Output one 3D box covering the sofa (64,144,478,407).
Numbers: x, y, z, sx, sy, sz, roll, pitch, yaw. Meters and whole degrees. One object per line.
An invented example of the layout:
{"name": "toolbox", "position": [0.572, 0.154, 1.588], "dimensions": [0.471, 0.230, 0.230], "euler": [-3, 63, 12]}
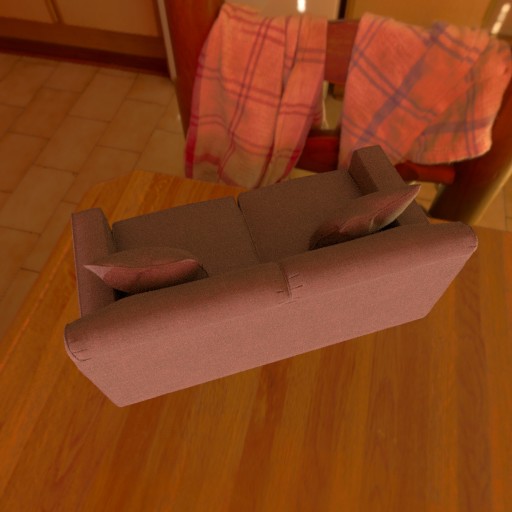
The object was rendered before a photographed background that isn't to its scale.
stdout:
{"name": "sofa", "position": [0.000, 0.000, 2.443], "dimensions": [1.846, 0.958, 1.000], "euler": [-14, 58, -9]}
